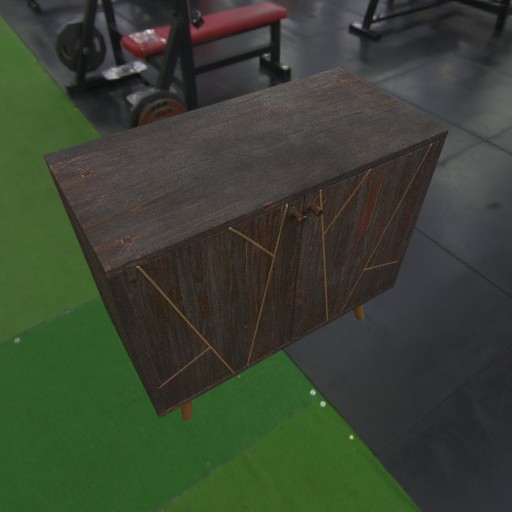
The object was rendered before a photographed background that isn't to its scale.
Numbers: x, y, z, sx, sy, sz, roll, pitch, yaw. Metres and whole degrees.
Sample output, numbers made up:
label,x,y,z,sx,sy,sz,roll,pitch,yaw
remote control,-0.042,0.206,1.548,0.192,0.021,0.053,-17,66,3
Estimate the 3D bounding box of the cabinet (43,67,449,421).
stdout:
label,x,y,z,sx,sy,sz,roll,pitch,yaw
cabinet,0.000,0.000,1.550,1.023,0.897,0.529,-25,51,-22
